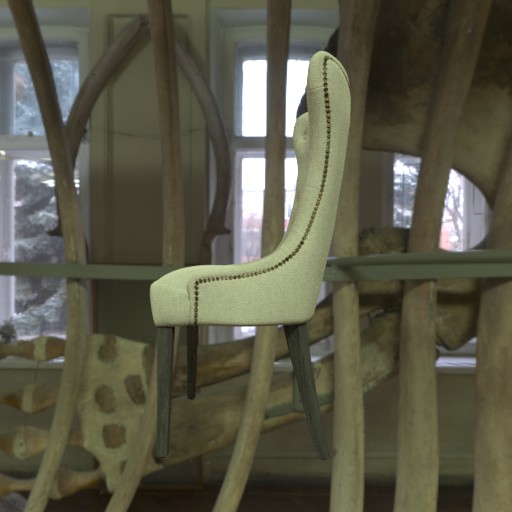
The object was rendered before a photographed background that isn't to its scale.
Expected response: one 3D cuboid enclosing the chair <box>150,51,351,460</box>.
[{"bbox_3d":[0.000,0.000,1.413,0.590,1.065,0.584,0,0,1],"label":"chair"}]
